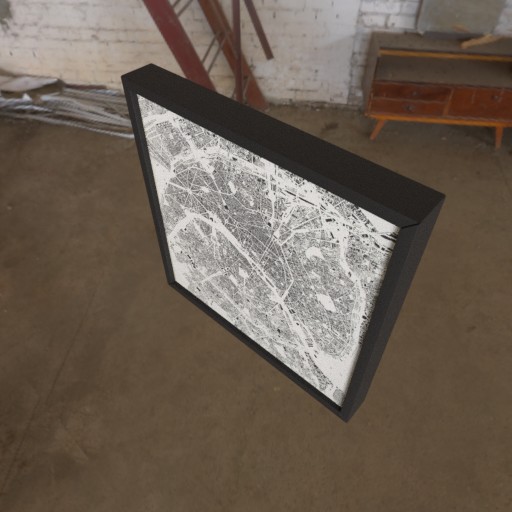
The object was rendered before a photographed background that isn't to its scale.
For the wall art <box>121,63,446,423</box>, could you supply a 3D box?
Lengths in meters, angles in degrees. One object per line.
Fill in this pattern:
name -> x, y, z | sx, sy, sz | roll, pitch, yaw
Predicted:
wall art -> 0.000, 0.000, 0.463 | 0.305, 0.305, 0.037 | 33, 55, 27
